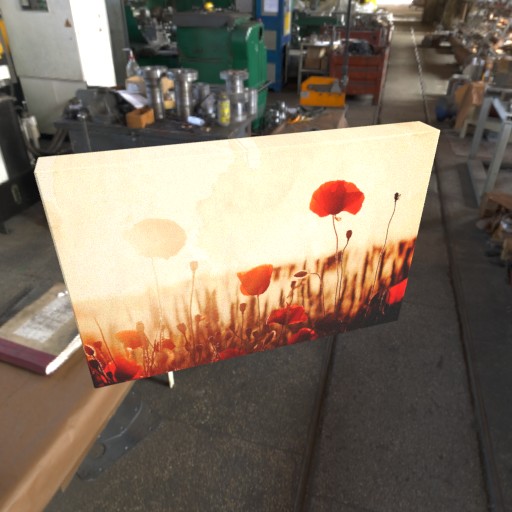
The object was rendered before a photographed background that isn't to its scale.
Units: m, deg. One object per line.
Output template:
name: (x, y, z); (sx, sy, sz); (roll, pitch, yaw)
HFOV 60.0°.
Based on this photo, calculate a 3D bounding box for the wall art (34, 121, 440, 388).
wall art: (0.000, 0.000, 0.483); (0.383, 0.251, 0.037); (-10, 33, -15)
